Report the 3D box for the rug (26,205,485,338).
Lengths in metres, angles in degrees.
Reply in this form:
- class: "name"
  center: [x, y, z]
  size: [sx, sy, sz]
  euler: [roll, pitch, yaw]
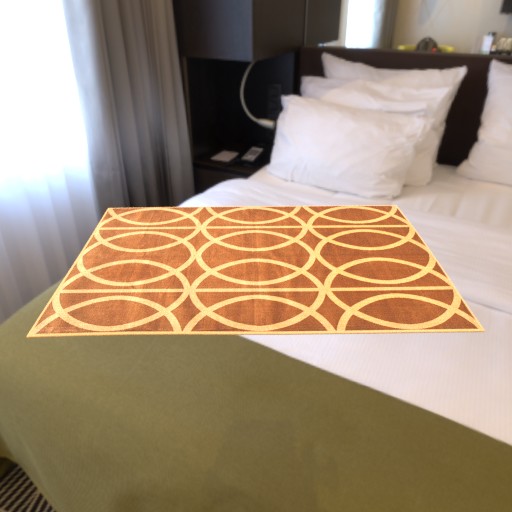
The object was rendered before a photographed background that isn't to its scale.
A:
- class: "rug"
  center: [0.000, 0.000, 2.850]
  size: [2.290, 0.014, 1.526]
  euler: [-1, 31, -1]
